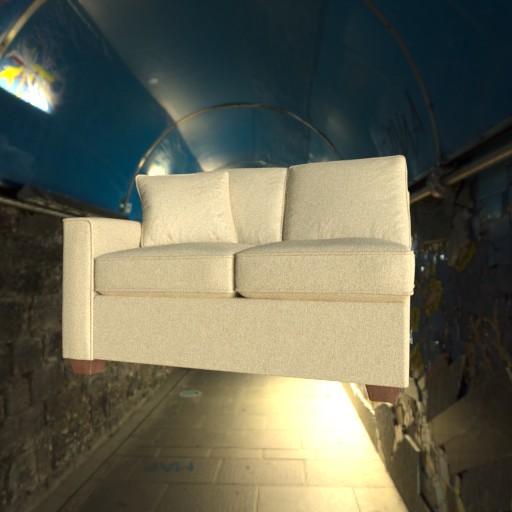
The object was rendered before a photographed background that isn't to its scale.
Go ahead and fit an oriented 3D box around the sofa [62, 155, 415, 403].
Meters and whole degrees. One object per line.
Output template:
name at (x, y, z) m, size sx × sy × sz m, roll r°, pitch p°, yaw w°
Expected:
sofa at (0.000, 0.000, 2.054) m, size 1.388 × 0.989 × 0.991 m, roll 0°, pitch -2°, yaw 19°
